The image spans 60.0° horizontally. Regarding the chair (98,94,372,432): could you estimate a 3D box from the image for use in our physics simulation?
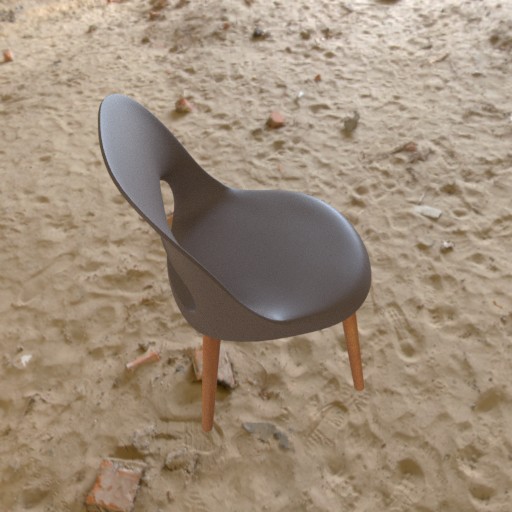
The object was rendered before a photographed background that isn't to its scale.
[{"bbox_3d":[0.000,0.000,1.086,0.556,0.794,0.470,-11,47,-10],"label":"chair"}]
